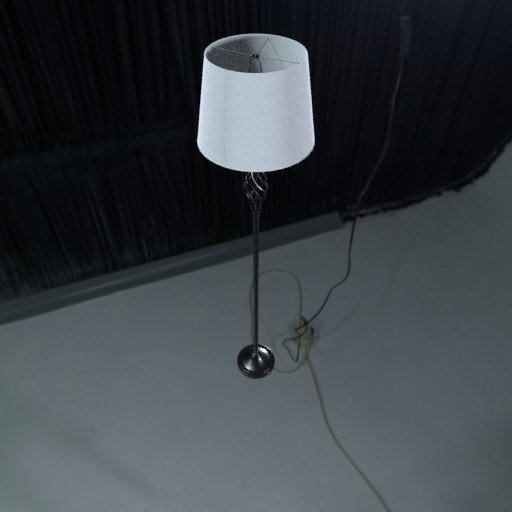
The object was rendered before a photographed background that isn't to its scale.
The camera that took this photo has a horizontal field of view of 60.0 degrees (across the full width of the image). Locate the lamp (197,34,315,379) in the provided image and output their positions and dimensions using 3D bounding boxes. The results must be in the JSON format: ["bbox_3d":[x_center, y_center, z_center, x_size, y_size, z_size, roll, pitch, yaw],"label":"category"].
[{"bbox_3d":[0.000,0.000,1.820,0.379,1.623,0.379,0,45,0],"label":"lamp"}]
